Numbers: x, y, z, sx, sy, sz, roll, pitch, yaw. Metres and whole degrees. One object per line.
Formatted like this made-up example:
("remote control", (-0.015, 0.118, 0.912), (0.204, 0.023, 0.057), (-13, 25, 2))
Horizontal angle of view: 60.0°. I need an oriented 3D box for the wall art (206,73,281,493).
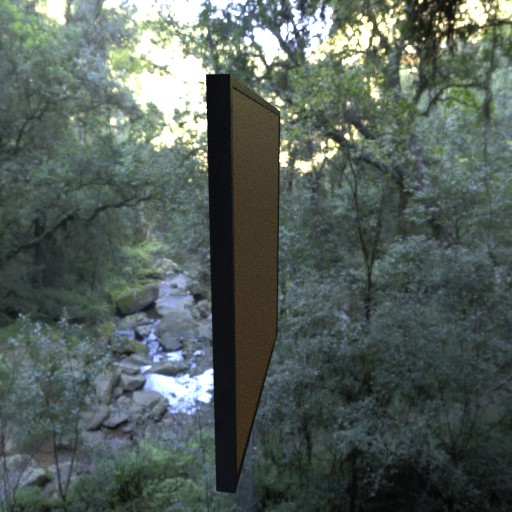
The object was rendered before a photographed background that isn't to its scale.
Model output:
("wall art", (0.000, 0.000, 1.137), (0.039, 0.763, 0.763), (2, 14, 9))
